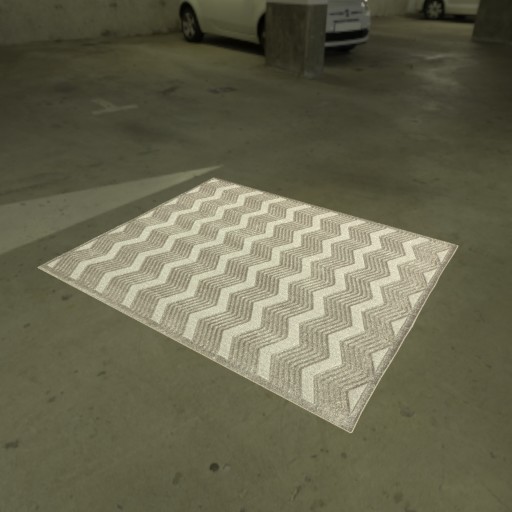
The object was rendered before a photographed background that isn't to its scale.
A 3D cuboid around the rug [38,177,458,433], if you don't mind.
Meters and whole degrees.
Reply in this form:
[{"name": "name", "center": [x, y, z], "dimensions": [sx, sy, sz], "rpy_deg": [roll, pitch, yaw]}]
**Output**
[{"name": "rug", "center": [0.000, 0.000, 3.924], "dimensions": [2.880, 0.005, 2.391], "rpy_deg": [20, 38, 28]}]
